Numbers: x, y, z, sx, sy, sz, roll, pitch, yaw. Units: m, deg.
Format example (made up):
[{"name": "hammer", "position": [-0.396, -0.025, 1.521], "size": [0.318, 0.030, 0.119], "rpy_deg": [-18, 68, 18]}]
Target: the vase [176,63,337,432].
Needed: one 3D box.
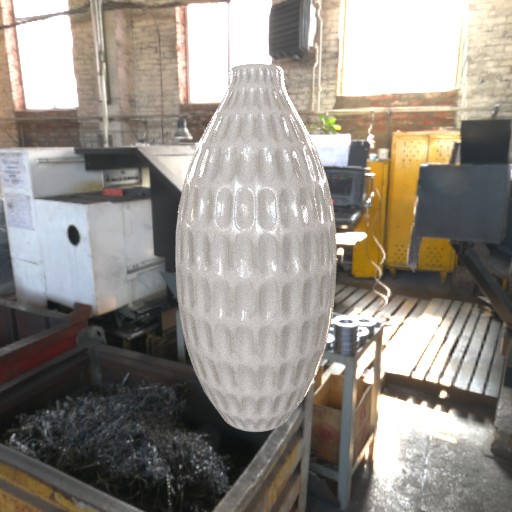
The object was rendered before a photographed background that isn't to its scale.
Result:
[{"name": "vase", "position": [0.000, 0.000, 0.356], "size": [0.127, 0.282, 0.127], "rpy_deg": [0, 14, 0]}]
